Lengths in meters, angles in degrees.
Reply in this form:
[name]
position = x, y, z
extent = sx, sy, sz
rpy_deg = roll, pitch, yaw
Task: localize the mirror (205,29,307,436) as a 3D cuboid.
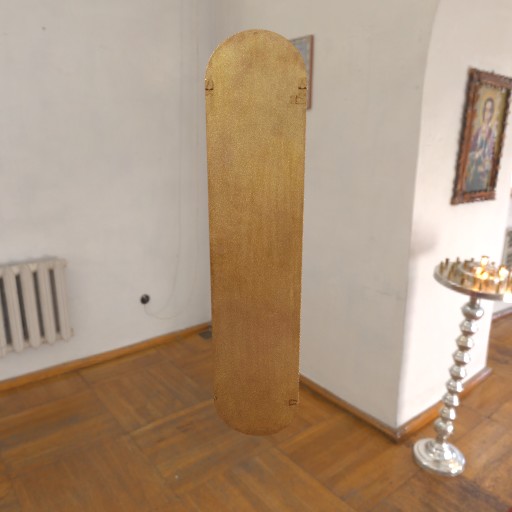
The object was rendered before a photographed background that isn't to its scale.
[mirror]
position = 0.000, 0.000, 1.069
extent = 0.222, 0.991, 0.032
rpy_deg = 2, 15, 6
